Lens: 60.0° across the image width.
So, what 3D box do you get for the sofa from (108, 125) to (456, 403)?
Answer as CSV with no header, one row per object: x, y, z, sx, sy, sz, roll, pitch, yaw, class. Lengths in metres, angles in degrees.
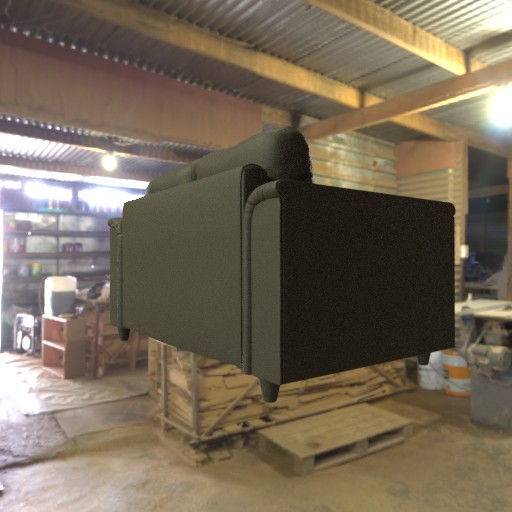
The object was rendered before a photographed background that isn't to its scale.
0.000,0.000,1.982,0.887,0.845,1.386,0,-1,-36,sofa
